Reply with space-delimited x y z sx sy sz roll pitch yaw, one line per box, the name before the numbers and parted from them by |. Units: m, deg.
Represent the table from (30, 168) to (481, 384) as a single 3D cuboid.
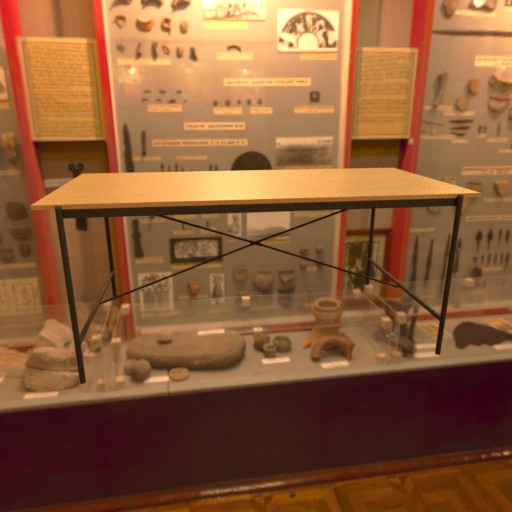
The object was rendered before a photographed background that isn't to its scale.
table | 0.000 0.000 2.272 1.800 0.758 0.900 -3 19 -8
